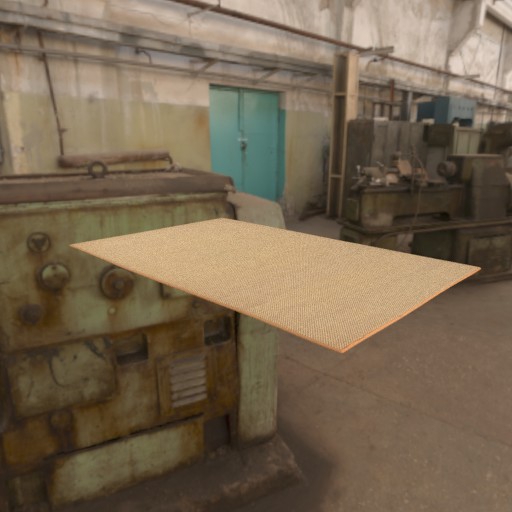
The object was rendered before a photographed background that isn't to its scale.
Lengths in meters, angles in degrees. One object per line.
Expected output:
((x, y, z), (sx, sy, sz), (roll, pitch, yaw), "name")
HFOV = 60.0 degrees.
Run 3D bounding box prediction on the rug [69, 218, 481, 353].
((0.000, 0.000, 2.104), (1.678, 0.013, 1.078), (15, 21, 42), "rug")
